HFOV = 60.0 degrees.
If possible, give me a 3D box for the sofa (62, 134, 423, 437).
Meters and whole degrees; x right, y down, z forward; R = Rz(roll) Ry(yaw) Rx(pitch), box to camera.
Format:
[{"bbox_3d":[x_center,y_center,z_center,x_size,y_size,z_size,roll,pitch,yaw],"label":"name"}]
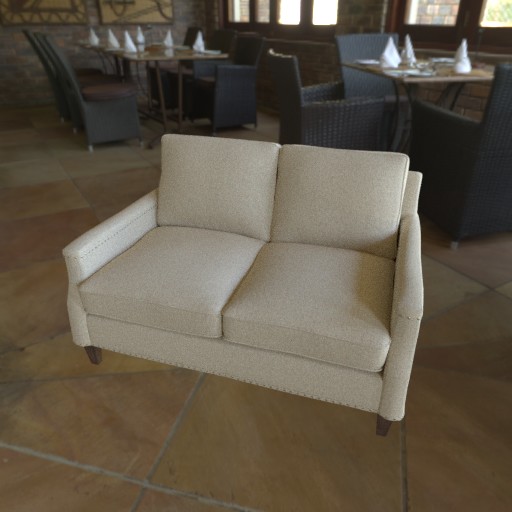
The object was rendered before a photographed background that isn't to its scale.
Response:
[{"bbox_3d":[0.000,0.000,2.268,1.597,1.003,1.084,9,30,16],"label":"sofa"}]
